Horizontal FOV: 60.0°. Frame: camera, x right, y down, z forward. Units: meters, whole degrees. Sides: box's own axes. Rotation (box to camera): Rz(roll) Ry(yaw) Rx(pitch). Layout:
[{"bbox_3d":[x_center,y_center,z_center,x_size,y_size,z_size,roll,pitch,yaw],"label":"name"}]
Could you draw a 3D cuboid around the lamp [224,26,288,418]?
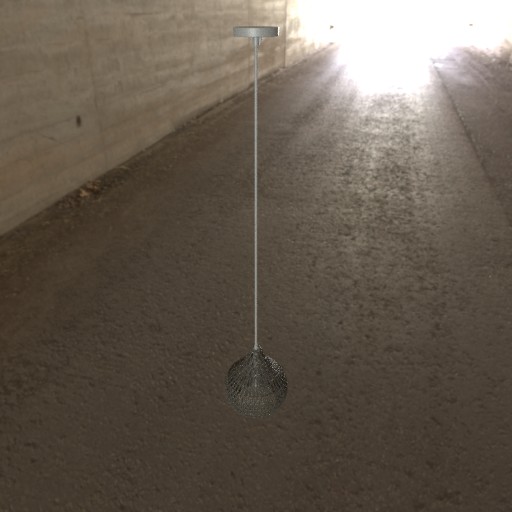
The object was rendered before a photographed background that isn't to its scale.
[{"bbox_3d":[0.000,0.000,2.089,0.355,1.919,0.355,-10,31,-17],"label":"lamp"}]
